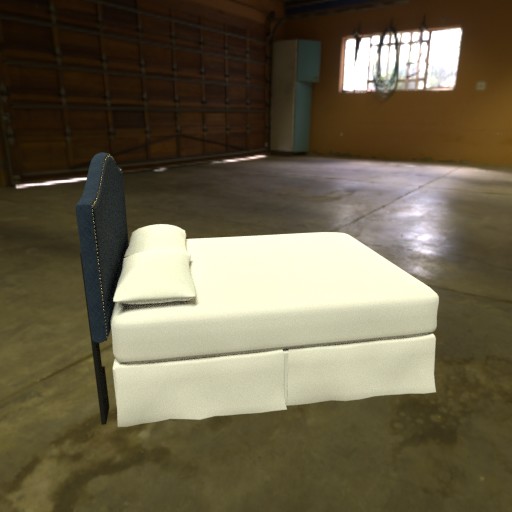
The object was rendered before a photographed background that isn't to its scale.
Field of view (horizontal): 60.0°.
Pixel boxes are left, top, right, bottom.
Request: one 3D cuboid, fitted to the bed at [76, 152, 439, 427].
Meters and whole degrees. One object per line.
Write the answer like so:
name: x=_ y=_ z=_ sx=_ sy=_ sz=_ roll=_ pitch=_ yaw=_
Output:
bed: x=0.000 y=0.000 z=3.284 sx=2.153 sy=1.518 sz=1.713 roll=-3 pitch=18 yaw=-10
